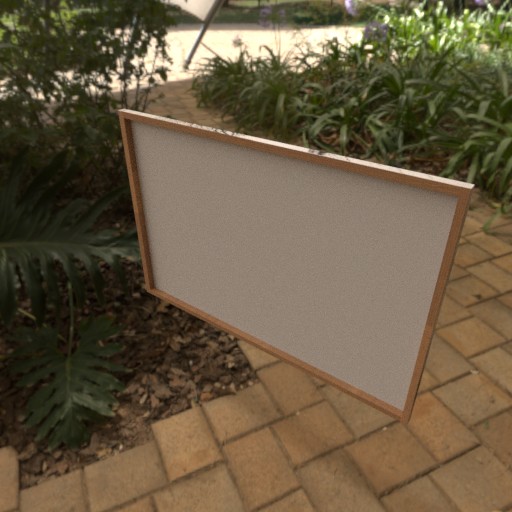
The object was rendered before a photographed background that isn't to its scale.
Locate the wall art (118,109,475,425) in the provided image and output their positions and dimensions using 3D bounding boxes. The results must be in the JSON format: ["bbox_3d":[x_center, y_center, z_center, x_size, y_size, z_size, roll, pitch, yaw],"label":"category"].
[{"bbox_3d":[0.000,0.000,1.140,0.914,0.607,0.023,21,37,30],"label":"wall art"}]
